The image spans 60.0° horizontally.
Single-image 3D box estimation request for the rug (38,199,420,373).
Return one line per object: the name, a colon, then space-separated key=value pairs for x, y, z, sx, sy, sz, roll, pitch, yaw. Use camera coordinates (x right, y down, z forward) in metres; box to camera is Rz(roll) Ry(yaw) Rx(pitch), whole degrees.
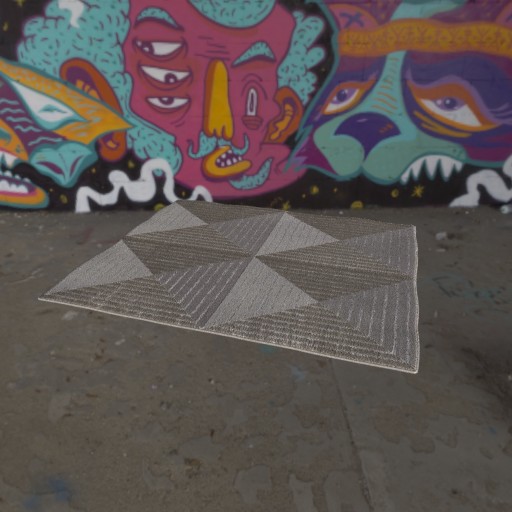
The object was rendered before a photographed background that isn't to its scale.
rug: x=0.000 y=0.000 z=0.924 sx=0.642 sy=0.008 sz=0.551 roll=8 pitch=28 yaw=16
